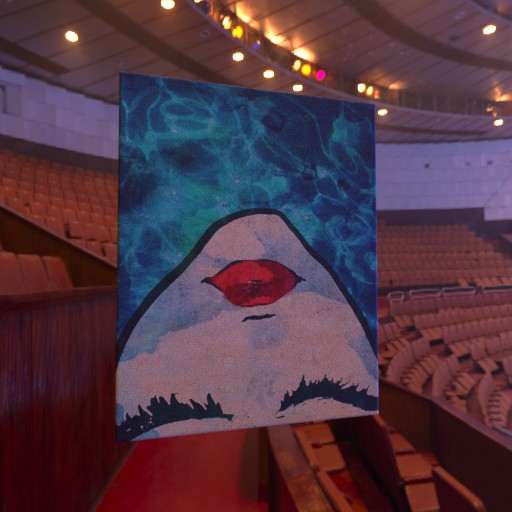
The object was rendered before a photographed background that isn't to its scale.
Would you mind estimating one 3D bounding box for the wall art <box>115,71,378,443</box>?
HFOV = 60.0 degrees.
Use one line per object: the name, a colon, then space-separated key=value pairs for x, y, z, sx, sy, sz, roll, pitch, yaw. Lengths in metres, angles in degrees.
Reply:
wall art: x=0.000 y=0.000 z=0.850 sx=0.508 sy=0.635 sz=0.038 roll=1 pitch=-2 yaw=-17
